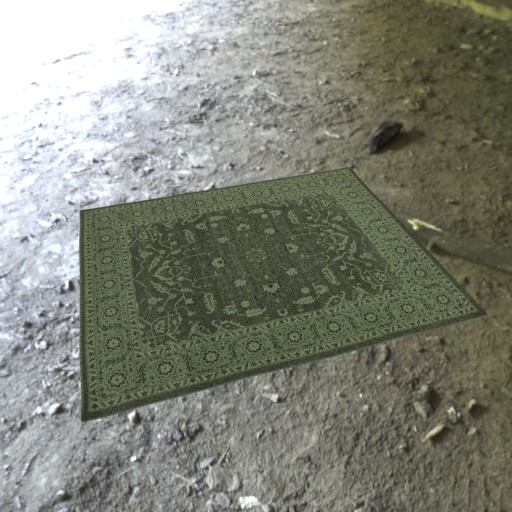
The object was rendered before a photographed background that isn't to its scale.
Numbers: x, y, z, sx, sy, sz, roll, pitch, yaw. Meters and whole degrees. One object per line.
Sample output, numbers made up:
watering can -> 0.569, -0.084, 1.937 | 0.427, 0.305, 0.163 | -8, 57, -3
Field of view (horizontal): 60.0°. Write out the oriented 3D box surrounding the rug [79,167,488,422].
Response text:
rug -> 0.000, 0.000, 4.014 | 3.069, 0.026, 2.451 | -11, 42, -13
